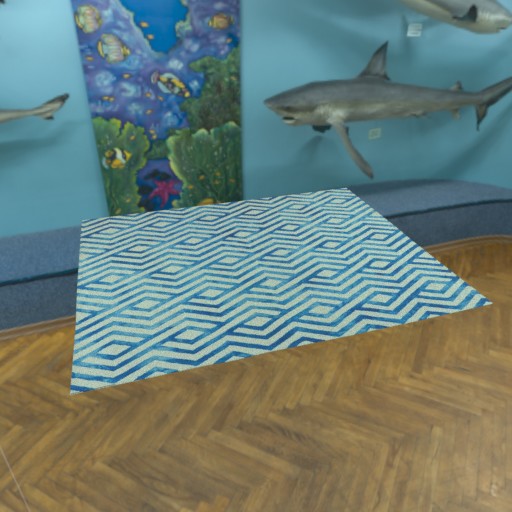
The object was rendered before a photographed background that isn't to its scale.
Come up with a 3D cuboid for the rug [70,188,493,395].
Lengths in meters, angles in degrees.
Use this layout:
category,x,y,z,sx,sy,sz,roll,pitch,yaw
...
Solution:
category,x,y,z,sx,sy,sz,roll,pitch,yaw
rug,0.000,0.000,4.015,3.059,0.008,2.453,-9,32,-15
